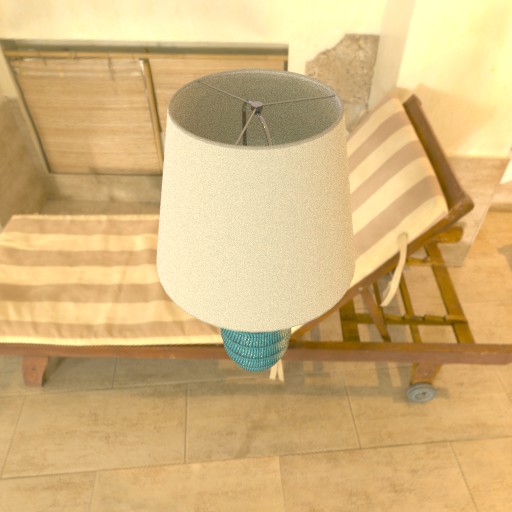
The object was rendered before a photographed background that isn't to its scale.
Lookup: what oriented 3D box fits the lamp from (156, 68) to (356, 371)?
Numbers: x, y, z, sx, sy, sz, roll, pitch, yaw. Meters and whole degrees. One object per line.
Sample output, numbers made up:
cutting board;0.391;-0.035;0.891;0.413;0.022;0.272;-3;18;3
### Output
lamp;0.000;0.000;0.806;0.355;0.582;0.355;0;44;0
